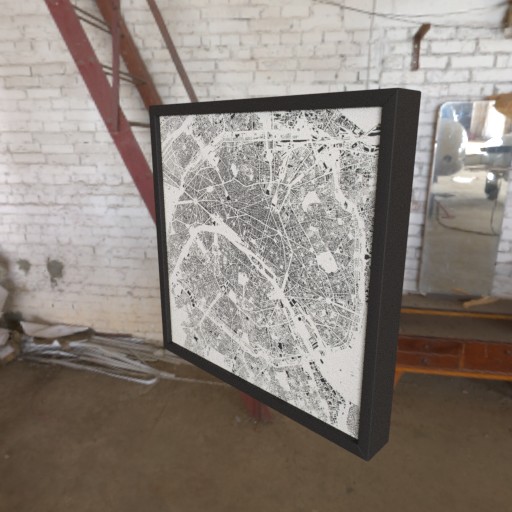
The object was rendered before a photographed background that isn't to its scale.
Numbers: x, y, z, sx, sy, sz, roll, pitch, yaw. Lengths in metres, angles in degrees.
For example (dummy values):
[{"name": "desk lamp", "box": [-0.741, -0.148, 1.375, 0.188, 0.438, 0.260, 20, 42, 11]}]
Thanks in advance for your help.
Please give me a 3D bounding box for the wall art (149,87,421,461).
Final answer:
[{"name": "wall art", "box": [0.000, 0.000, 0.457, 0.305, 0.305, 0.037, 14, 21, 42]}]
